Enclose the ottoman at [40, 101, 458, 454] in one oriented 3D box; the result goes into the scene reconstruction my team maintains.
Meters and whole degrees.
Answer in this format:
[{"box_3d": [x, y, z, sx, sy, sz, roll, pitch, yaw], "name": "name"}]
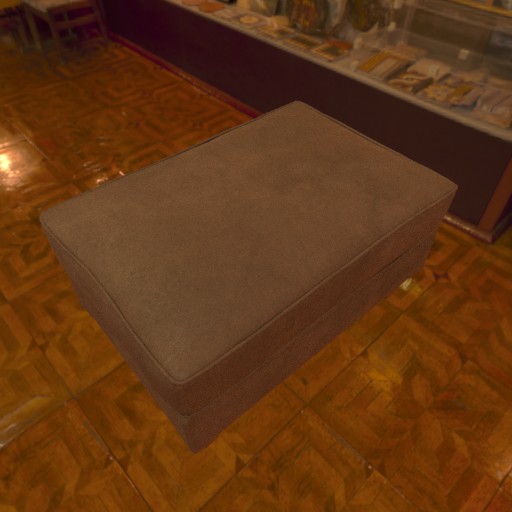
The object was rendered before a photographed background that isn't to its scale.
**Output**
[{"box_3d": [0.000, 0.000, 1.196, 0.860, 0.481, 0.596, -32, 54, -27], "name": "ottoman"}]
